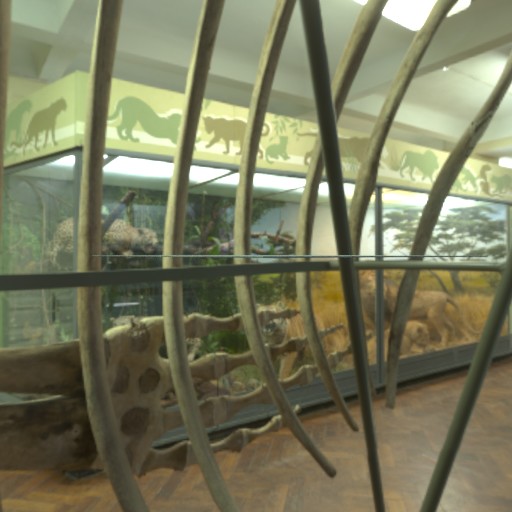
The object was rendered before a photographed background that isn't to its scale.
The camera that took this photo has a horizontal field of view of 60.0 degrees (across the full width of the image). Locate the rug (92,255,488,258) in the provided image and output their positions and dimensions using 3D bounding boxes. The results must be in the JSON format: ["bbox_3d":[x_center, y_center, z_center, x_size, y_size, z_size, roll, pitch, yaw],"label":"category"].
[{"bbox_3d":[0.000,0.000,2.948,1.522,0.006,2.286,0,0,-35],"label":"rug"}]
